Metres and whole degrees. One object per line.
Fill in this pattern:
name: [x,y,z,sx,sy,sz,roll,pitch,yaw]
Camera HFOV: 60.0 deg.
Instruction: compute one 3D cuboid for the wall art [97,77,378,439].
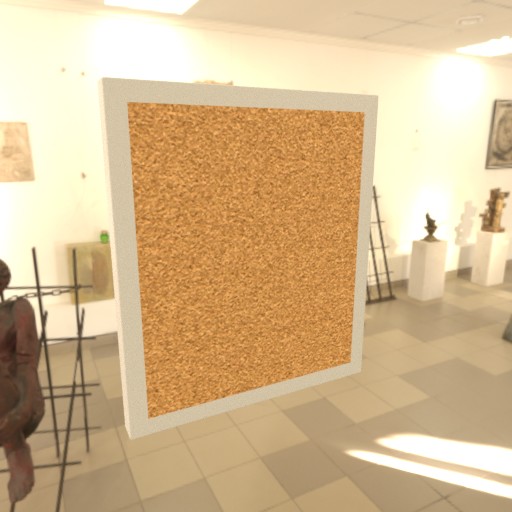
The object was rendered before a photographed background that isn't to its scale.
wall art: [0.000,0.000,0.535,0.331,0.381,0.028,-7,16,-27]
